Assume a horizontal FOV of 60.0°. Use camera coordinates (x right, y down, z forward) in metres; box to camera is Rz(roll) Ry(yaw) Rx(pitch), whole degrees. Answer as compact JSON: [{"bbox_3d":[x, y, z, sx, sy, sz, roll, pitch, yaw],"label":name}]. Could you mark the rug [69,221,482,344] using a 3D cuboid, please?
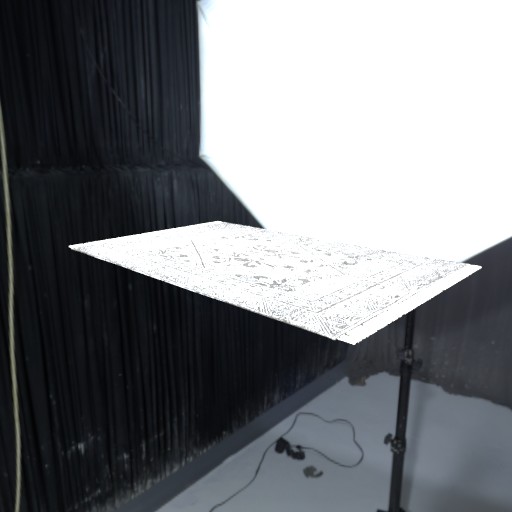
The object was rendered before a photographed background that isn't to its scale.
[{"bbox_3d":[0.000,0.000,3.029,2.440,0.010,1.529,13,19,42],"label":"rug"}]
